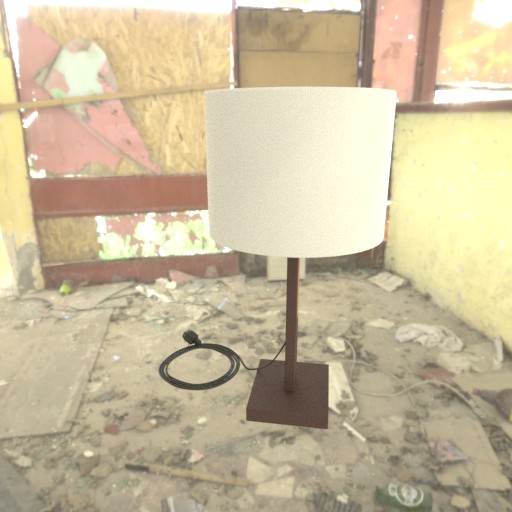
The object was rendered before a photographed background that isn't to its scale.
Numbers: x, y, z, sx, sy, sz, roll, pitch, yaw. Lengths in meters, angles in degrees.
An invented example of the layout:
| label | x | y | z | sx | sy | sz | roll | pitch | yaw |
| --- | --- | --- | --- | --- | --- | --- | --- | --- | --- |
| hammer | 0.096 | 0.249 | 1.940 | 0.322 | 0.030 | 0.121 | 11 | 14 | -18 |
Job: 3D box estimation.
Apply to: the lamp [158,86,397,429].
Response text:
| label | x | y | z | sx | sy | sz | roll | pitch | yaw |
| --- | --- | --- | --- | --- | --- | --- | --- | --- | --- |
| lamp | 0.000 | 0.000 | 0.970 | 0.525 | 0.668 | 0.396 | 3 | 18 | 9 |
